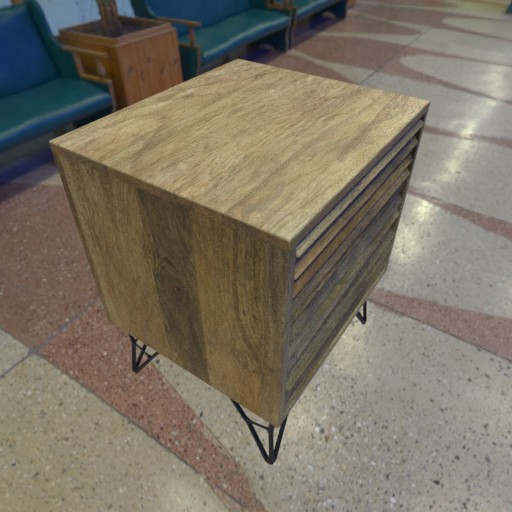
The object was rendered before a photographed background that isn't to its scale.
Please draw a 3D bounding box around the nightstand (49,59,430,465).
[{"bbox_3d":[0.000,0.000,0.869,0.406,0.559,0.457,24,46,25],"label":"nightstand"}]
